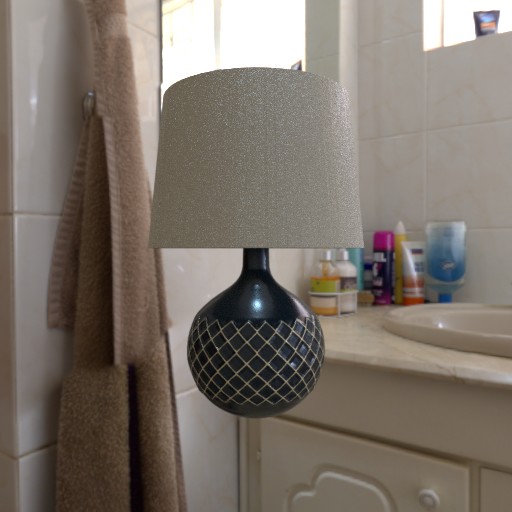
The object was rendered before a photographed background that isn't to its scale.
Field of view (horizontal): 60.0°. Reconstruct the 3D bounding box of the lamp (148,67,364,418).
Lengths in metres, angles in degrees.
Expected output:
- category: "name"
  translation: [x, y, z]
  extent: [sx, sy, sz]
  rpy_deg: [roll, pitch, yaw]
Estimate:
- category: "lamp"
  translation: [0.000, 0.000, 0.792]
  extent: [0.376, 0.540, 0.376]
  rpy_deg: [0, 1, 0]
